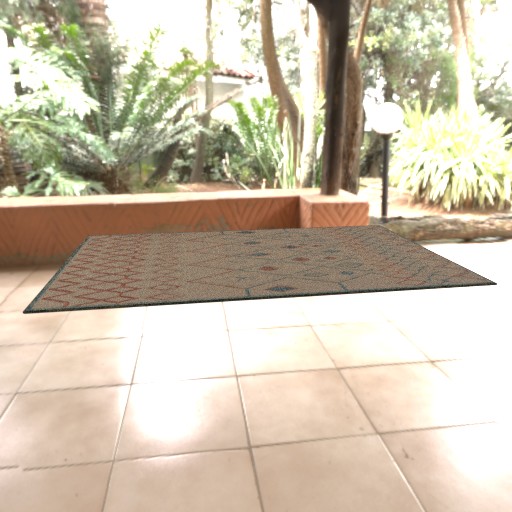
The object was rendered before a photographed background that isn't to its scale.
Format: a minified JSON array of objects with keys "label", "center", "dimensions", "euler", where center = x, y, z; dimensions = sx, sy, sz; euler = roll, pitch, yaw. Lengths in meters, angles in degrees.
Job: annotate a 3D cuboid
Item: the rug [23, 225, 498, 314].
[{"label":"rug","center":[0.000,0.000,2.959],"dimensions":[2.438,0.015,1.524],"euler":[-3,16,-9]}]
